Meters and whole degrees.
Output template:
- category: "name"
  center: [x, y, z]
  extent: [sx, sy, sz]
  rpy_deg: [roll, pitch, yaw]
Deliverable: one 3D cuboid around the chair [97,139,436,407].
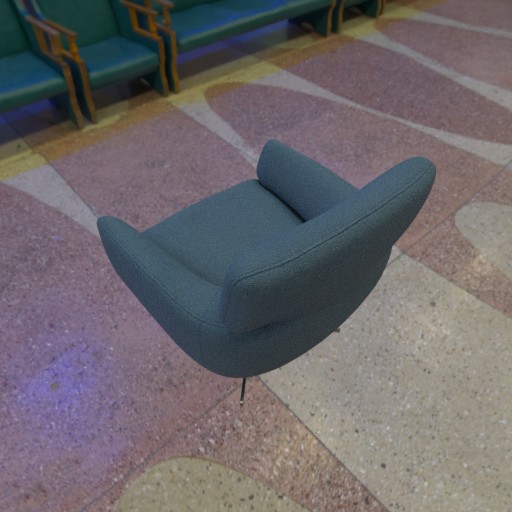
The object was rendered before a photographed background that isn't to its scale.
- category: "chair"
  center: [0.000, 0.000, 1.407]
  extent: [0.738, 0.813, 0.761]
  rpy_deg: [-31, 54, -26]
